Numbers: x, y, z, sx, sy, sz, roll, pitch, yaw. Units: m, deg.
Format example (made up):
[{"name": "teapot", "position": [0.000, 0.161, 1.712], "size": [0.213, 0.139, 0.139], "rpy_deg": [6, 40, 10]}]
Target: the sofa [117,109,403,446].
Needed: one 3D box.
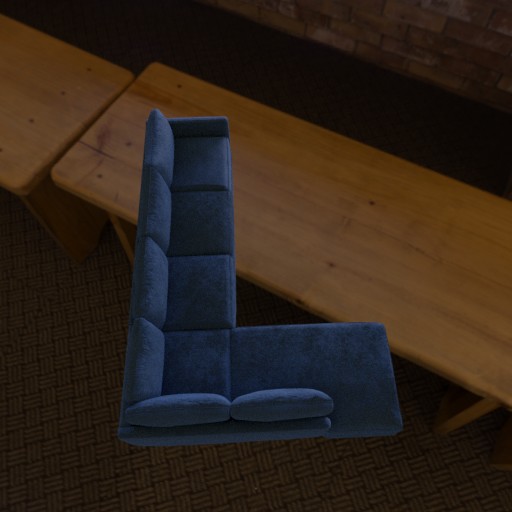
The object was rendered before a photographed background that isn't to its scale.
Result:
[{"name": "sofa", "position": [0.000, 0.000, 3.825], "size": [2.007, 0.815, 2.949], "rpy_deg": [-3, 62, -1]}]
